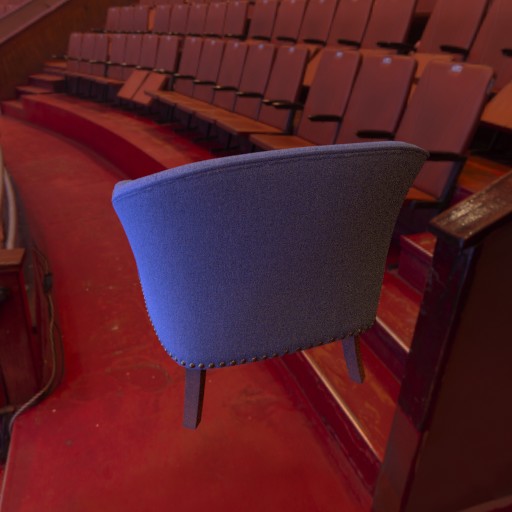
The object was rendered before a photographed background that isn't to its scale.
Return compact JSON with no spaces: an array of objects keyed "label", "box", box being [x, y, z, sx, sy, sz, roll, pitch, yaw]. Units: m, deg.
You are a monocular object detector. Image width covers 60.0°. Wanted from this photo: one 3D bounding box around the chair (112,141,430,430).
[{"label":"chair","box":[0.000,0.000,1.375,0.798,0.815,0.704,-9,28,-17]}]
